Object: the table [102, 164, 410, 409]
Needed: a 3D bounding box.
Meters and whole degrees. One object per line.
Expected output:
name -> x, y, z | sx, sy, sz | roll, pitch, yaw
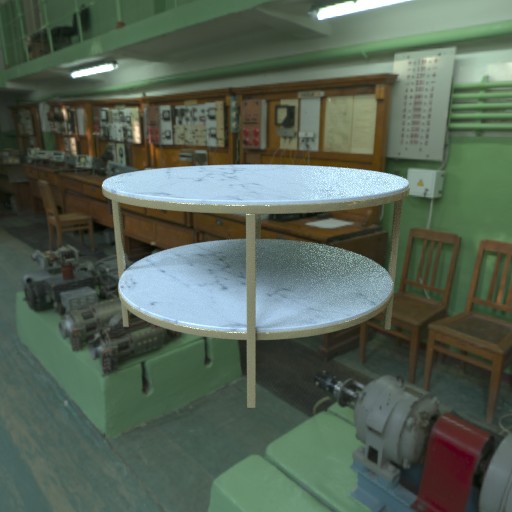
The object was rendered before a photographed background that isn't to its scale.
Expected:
table -> 0.000, 0.000, 1.274 | 0.800, 0.450, 0.800 | 0, 16, 0
